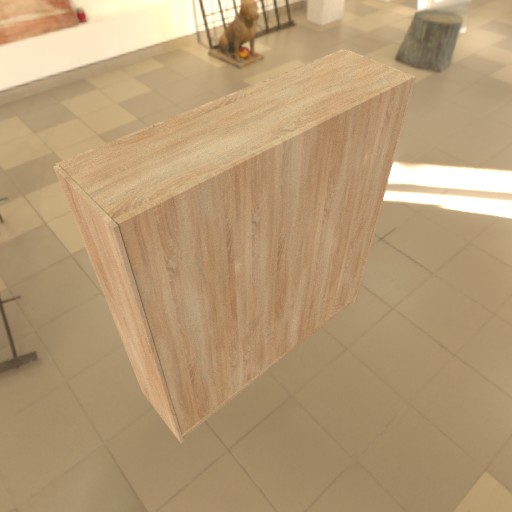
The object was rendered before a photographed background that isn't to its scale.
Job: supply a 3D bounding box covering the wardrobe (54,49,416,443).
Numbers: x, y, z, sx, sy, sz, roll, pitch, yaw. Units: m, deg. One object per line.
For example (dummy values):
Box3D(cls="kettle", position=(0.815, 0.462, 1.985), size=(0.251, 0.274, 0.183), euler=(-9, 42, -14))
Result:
Box3D(cls="wardrobe", position=(0.000, 0.000, 3.101), size=(1.998, 2.159, 0.598), euler=(-32, 54, -27))
